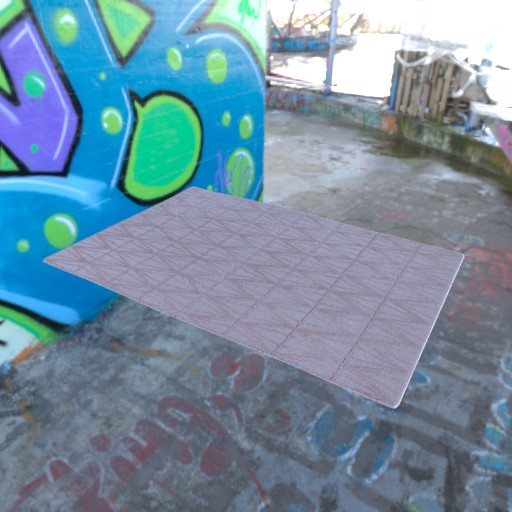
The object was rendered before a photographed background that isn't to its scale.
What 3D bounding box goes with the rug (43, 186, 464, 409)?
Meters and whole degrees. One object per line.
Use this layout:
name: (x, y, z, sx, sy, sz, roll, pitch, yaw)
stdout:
rug: (0.000, 0.000, 2.304, 1.837, 0.025, 1.230, 17, 34, 28)
